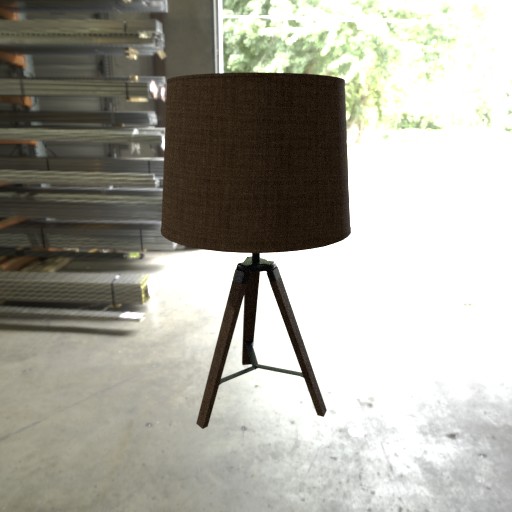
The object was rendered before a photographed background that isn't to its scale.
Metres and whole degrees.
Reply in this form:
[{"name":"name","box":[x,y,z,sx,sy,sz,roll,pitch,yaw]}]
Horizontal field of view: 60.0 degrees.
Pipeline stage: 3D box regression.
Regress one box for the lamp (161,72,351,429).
[{"name":"lamp","box":[0.000,0.000,0.701,0.290,0.514,0.290,0,17,0]}]
